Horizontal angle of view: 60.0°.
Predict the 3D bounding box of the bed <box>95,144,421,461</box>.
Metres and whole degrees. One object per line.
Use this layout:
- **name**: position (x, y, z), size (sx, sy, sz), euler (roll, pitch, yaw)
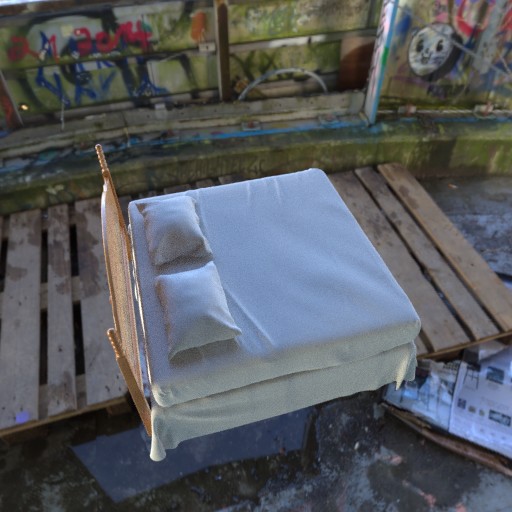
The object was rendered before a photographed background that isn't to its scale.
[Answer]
- **bed**: position (0.000, 0.000, 3.671), size (2.219, 1.355, 2.322), euler (-12, 48, -11)
